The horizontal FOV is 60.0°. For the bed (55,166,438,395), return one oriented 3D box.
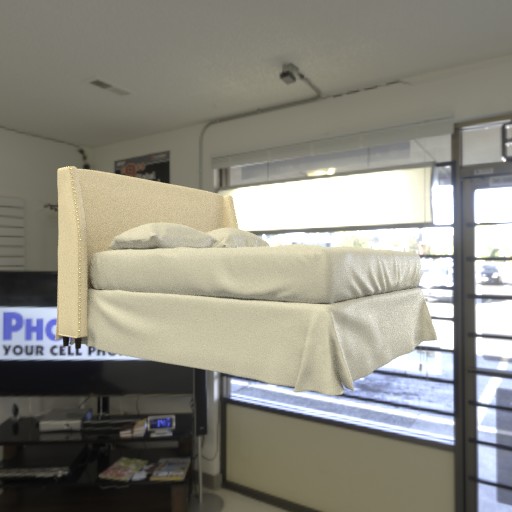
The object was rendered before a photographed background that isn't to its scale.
[{"bbox_3d":[0.000,0.000,3.369,2.276,1.332,1.925,0,0,36],"label":"bed"}]
